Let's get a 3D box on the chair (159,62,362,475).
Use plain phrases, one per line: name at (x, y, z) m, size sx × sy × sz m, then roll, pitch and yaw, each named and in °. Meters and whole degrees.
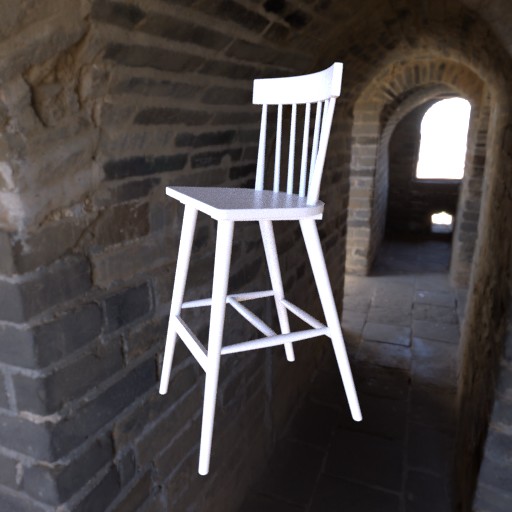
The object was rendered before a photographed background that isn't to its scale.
chair at (0.000, 0.000, 1.403) m, size 0.572 × 1.092 × 0.483 m, roll -8°, pitch 18°, yaw -25°
